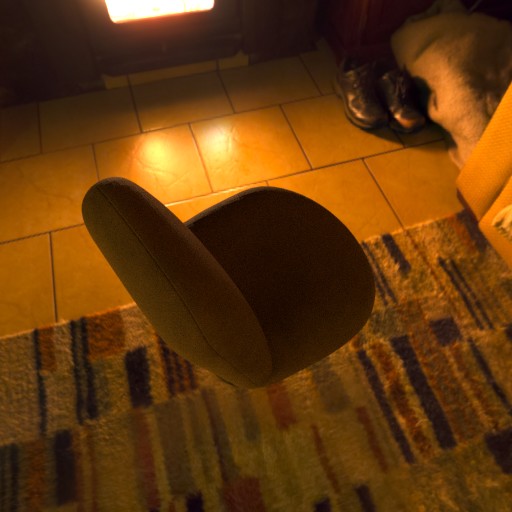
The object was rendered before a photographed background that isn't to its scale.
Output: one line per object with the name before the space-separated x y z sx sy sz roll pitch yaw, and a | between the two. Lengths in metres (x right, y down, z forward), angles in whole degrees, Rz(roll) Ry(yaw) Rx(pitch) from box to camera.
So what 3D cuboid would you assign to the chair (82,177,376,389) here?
chair | 0.000 0.000 1.044 0.597 0.594 0.521 -33 63 -19
